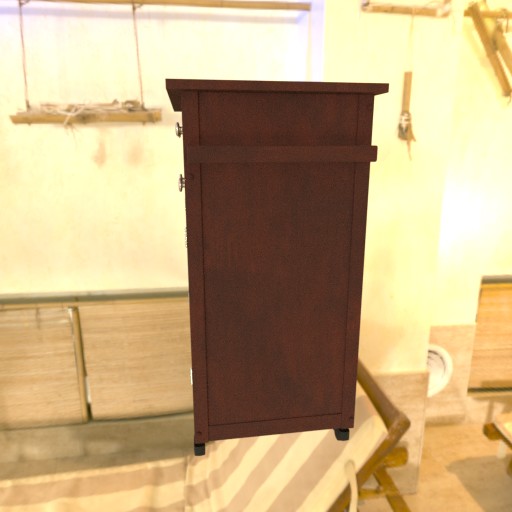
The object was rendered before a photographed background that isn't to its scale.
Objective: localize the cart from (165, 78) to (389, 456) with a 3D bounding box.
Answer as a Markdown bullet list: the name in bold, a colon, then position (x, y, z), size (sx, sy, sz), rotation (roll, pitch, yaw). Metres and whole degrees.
- **cart**: position (0.000, 0.000, 1.274), size (0.442, 0.864, 0.683), rotation (-2, 15, -9)
